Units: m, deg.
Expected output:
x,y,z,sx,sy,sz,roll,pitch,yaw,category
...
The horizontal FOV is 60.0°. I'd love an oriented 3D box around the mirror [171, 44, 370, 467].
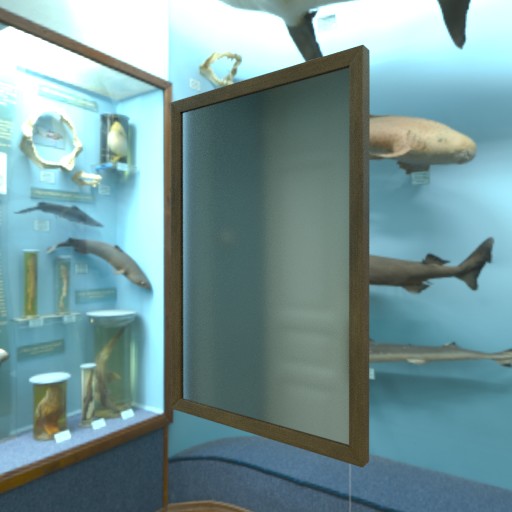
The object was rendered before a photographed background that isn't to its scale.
x,y,z,sx,sy,sz,roll,pitch,yaw,category
0.000,0.000,1.156,0.609,0.915,0.040,0,0,37,mirror
